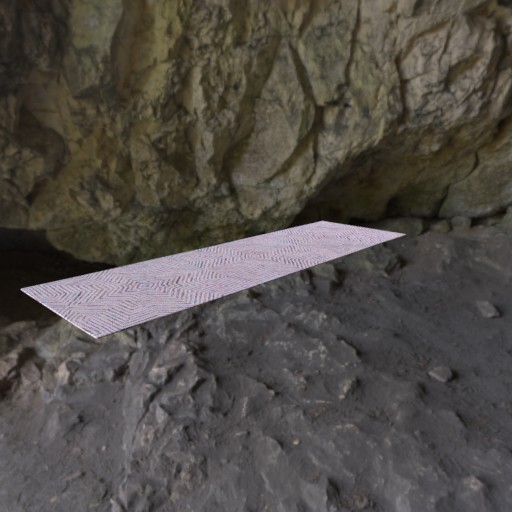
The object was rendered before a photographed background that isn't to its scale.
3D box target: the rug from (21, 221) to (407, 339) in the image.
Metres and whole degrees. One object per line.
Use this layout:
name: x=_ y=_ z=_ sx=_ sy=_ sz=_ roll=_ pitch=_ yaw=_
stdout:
rug: x=0.000 y=0.000 z=2.703 sx=0.771 sy=0.009 sz=2.443 roll=14 pitch=21 yaw=42
